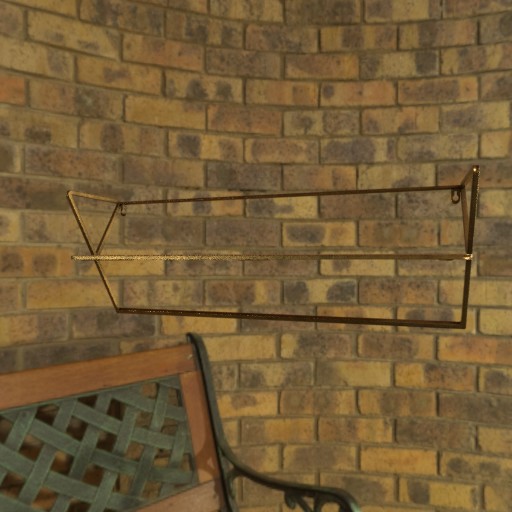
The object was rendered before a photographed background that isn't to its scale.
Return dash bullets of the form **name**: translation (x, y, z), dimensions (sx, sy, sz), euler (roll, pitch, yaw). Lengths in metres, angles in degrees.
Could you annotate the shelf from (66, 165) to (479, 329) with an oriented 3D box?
- **shelf**: translation (0.000, 0.000, 0.731), dimensions (0.645, 0.229, 0.150), euler (0, -1, 19)
